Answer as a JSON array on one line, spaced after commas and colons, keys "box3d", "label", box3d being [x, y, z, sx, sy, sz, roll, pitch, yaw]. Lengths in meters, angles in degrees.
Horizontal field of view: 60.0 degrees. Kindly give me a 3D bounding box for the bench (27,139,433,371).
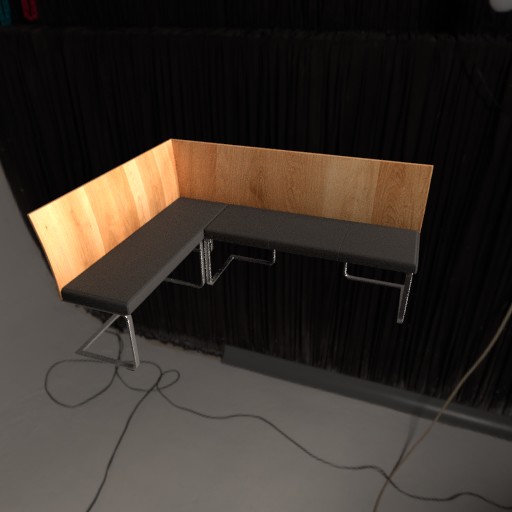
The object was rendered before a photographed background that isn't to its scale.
[{"box3d": [0.000, 0.000, 2.815, 1.945, 0.930, 1.495, 10, 32, 17], "label": "bench"}]
